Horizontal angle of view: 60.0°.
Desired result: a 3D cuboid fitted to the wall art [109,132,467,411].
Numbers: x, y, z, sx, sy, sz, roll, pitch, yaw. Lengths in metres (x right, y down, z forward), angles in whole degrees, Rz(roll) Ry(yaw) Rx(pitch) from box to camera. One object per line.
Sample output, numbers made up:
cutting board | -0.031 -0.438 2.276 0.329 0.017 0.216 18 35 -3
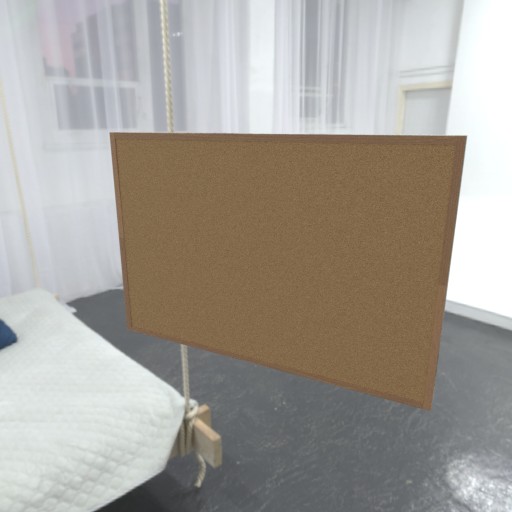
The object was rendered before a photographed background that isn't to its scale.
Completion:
wall art | 0.000 0.000 1.422 1.141 0.758 0.035 8 18 26
